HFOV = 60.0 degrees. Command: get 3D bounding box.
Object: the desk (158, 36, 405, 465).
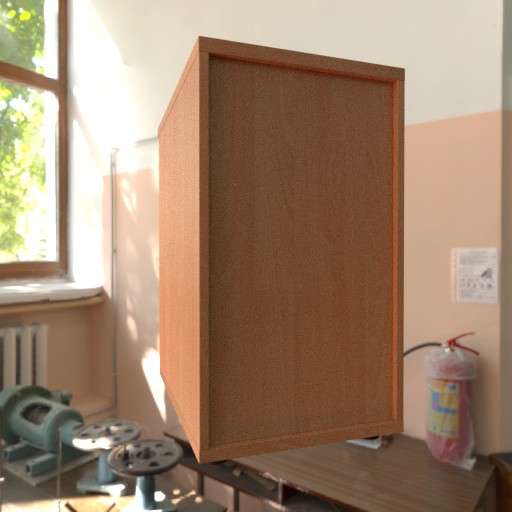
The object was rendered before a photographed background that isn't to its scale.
[{"bbox_3d":[0.000,0.000,1.079,0.404,0.730,0.600,0,1,-19],"label":"desk"}]
